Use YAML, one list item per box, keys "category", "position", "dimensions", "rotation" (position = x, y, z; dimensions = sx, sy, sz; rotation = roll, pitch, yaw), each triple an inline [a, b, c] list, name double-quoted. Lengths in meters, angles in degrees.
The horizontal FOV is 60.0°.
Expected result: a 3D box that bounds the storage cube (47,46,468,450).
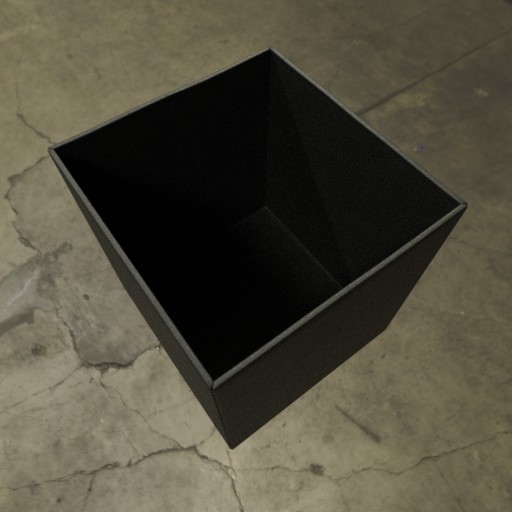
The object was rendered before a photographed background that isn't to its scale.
- category: "storage cube"
  position: [0.000, 0.000, 0.497]
  dimensions: [0.270, 0.280, 0.270]
  rotation: [-32, 64, -18]
